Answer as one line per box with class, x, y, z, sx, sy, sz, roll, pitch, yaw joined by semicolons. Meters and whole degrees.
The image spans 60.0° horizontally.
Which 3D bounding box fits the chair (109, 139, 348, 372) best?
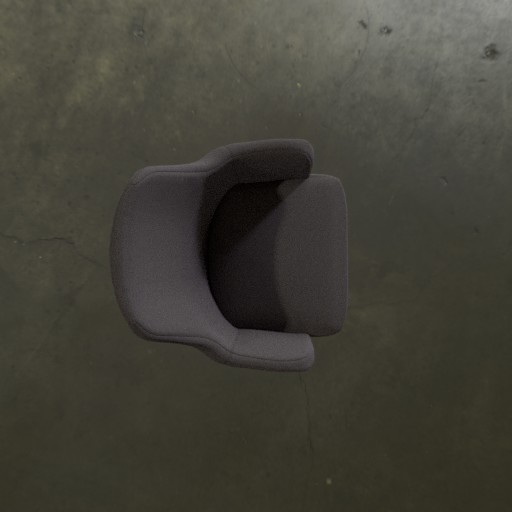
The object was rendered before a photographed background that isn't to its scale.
chair;0.000;0.000;1.273;0.600;0.820;0.655;0;89;2
